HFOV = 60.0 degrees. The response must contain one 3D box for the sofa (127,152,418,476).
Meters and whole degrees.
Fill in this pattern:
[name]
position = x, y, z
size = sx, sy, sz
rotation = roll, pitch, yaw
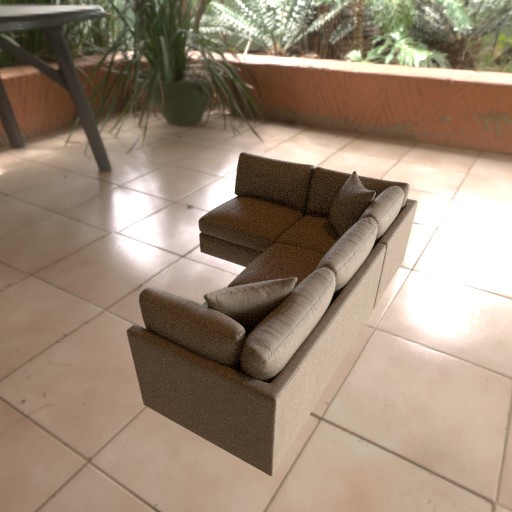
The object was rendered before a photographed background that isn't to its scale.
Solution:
[sofa]
position = 0.000, 0.000, 3.844
size = 1.994, 0.978, 2.896
rotation = 18, 35, 26
